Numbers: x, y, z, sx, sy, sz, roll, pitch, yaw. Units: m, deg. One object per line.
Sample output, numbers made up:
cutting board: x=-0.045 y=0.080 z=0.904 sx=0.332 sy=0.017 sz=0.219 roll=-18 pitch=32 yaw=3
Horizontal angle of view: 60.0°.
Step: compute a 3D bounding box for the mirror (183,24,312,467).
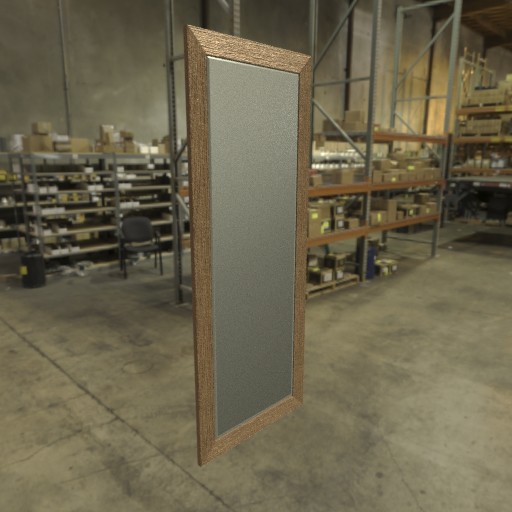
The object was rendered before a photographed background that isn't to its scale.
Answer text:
mirror: x=0.000 y=0.000 z=2.285 sx=0.026 sy=2.031 sz=0.812 roll=12 pitch=18 yaw=43
